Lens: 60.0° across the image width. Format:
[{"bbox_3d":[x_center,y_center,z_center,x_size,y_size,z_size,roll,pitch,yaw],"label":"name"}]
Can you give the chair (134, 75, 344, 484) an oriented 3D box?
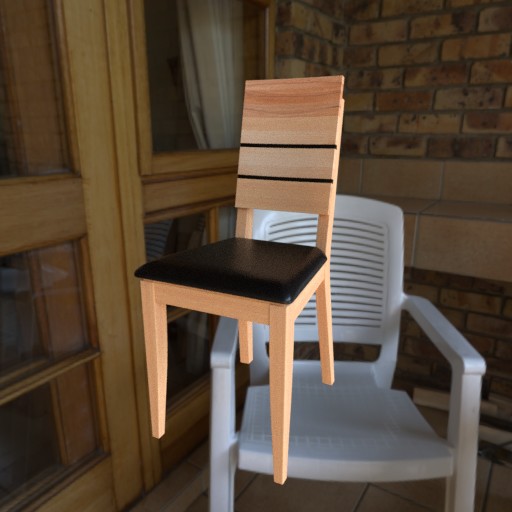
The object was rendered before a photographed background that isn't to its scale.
[{"bbox_3d":[0.000,0.000,1.198,0.410,0.940,0.520,8,18,26],"label":"chair"}]
